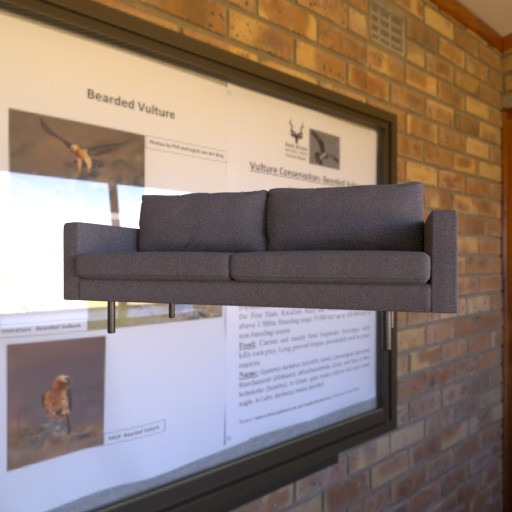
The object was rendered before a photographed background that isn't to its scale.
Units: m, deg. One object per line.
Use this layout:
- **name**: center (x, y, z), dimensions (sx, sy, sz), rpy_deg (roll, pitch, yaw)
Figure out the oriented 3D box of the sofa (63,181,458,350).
- **sofa**: center (0.000, 0.000, 2.618), dimensions (2.100, 0.880, 0.880), rpy_deg (0, 0, 18)
